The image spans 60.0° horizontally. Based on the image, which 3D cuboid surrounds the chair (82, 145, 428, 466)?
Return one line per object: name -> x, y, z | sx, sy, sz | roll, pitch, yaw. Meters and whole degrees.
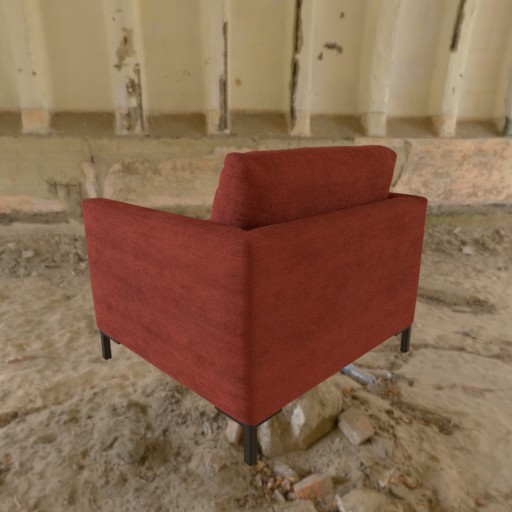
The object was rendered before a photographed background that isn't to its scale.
chair -> 0.000, 0.000, 1.661 | 0.875, 0.812, 0.964 | 15, 22, 43
